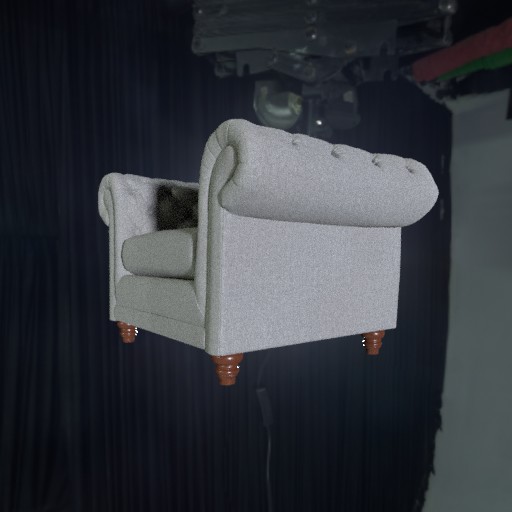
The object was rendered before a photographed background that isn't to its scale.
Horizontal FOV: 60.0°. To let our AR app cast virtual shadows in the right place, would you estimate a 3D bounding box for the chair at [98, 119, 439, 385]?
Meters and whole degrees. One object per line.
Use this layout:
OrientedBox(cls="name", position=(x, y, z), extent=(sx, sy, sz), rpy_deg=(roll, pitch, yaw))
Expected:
OrientedBox(cls="chair", position=(0.000, 0.000, 1.911), extent=(0.976, 0.770, 1.270), rpy_deg=(0, 0, -37))
